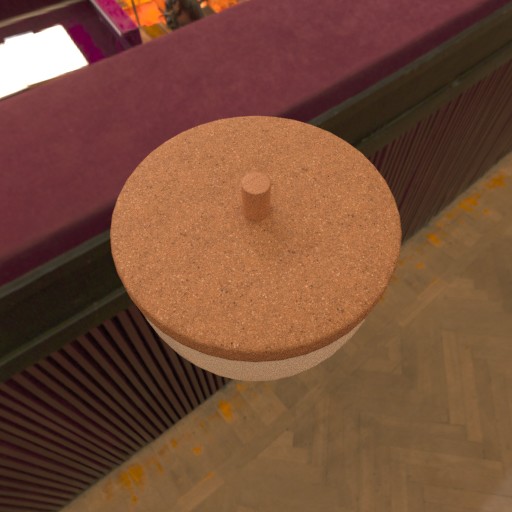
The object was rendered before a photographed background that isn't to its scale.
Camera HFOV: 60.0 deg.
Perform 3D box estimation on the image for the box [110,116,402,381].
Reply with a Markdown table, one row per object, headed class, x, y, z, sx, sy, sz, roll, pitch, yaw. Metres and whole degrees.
| class | x | y | z | sx | sy | sz | roll | pitch | yaw |
| --- | --- | --- | --- | --- | --- | --- | --- | --- | --- |
| box | 0.000 | 0.000 | 0.190 | 0.107 | 0.094 | 0.107 | 0 | 58 | 0 |
